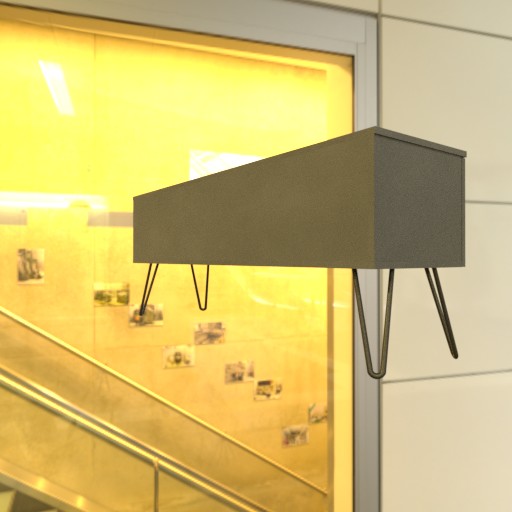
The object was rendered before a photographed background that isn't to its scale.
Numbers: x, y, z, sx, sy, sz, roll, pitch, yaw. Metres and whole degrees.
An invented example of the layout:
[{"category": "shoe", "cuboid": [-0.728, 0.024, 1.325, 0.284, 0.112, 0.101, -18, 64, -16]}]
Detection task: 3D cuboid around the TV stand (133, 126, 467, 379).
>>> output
[{"category": "TV stand", "cuboid": [0.000, 0.000, 1.643, 0.400, 0.560, 1.400, 0, 0, -37]}]
